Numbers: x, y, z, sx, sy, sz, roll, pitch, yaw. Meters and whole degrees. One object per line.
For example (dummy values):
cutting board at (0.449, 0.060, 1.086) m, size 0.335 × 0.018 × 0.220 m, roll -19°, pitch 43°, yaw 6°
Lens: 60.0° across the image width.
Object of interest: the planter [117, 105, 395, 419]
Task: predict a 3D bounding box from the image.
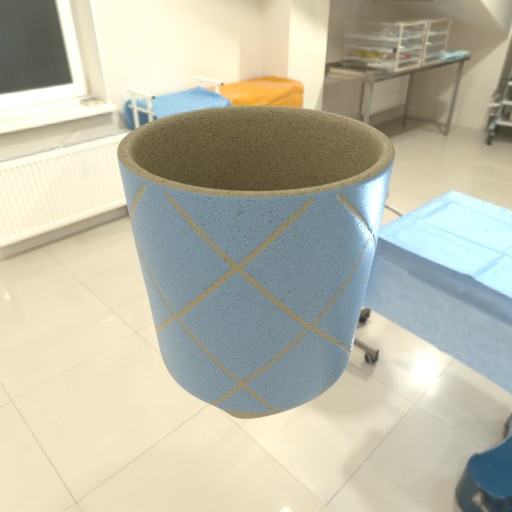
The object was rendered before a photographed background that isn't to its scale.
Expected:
planter at (0.000, 0.000, 0.436) m, size 0.227 × 0.235 × 0.227 m, roll 0°, pitch 33°, yaw 0°
